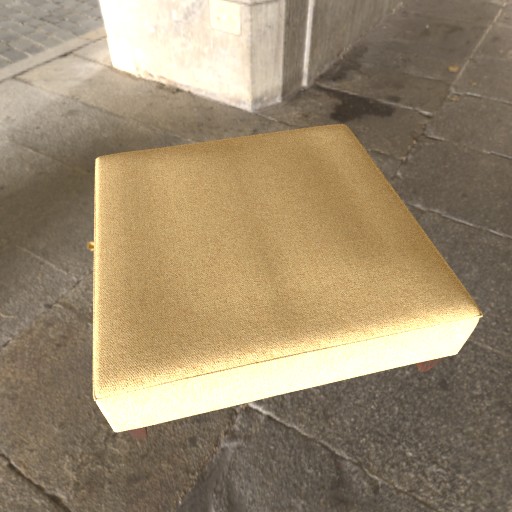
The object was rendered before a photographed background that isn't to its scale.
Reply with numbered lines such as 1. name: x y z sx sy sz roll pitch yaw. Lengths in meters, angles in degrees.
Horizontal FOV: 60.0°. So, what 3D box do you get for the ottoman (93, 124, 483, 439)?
1. ottoman: 0.000 0.000 1.479 0.981 0.378 0.970 -10 47 -9
